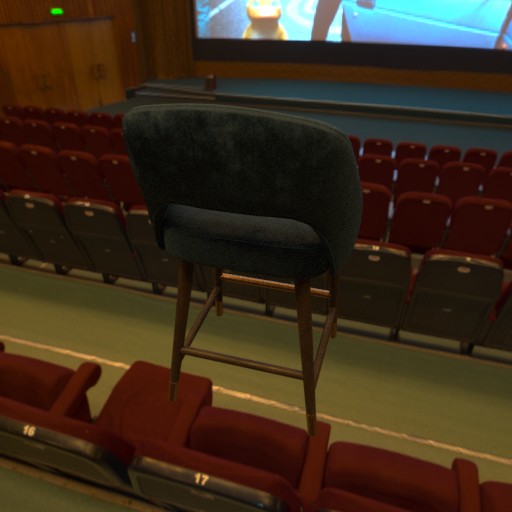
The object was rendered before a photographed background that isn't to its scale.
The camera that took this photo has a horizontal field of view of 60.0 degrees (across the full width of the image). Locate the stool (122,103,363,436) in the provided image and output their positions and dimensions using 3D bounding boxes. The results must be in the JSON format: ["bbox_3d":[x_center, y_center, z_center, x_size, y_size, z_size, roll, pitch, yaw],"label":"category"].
[{"bbox_3d":[0.000,0.000,1.228,0.536,0.925,0.524,9,33,14],"label":"stool"}]
